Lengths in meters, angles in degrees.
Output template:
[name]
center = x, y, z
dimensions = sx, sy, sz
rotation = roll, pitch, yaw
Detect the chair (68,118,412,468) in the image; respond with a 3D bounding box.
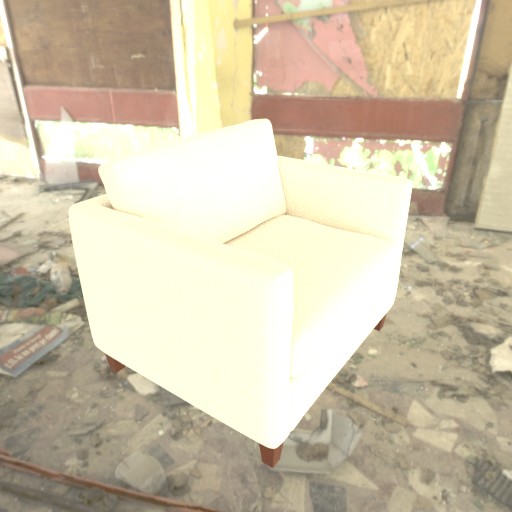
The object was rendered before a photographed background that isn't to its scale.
[chair]
center = 0.000, 0.000, 1.719
dimensions = 0.878, 0.885, 1.019
rotation = 18, 32, 31
